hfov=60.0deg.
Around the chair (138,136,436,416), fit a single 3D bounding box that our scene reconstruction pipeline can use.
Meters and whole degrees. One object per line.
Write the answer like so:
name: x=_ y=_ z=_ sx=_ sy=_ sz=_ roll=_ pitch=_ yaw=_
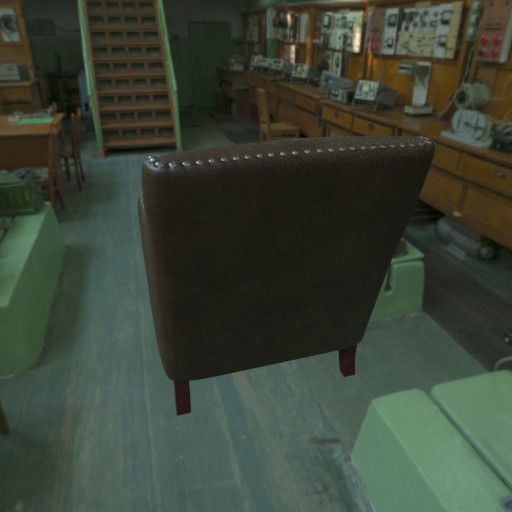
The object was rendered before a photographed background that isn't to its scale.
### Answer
chair: x=0.000 y=0.000 z=1.335 sx=0.639 sy=0.813 sz=0.704 roll=-8 pitch=28 yaw=-16
